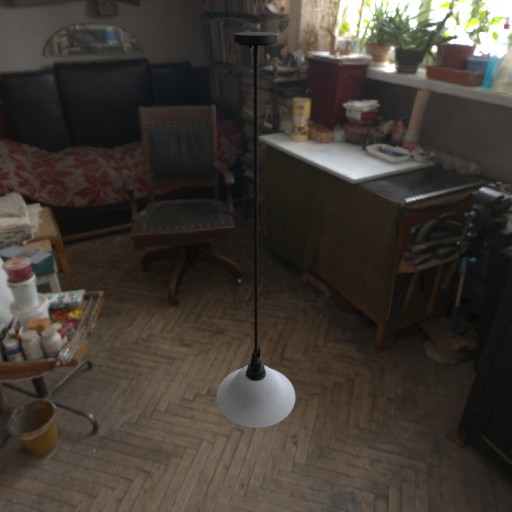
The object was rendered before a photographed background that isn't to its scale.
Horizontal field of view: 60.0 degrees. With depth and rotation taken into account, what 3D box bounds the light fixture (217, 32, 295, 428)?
[{"bbox_3d":[0.000,0.000,1.488,0.324,1.337,0.324,12,33,19],"label":"light fixture"}]
